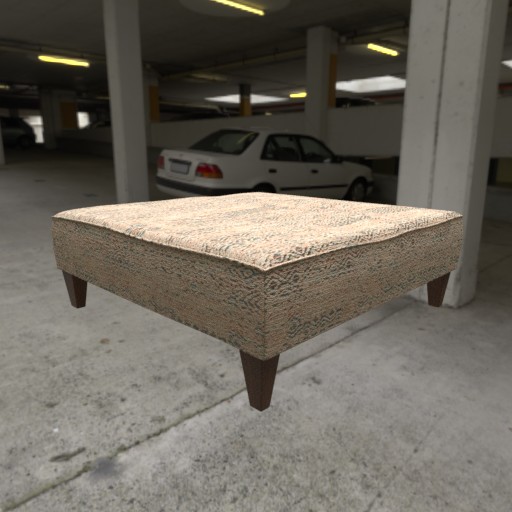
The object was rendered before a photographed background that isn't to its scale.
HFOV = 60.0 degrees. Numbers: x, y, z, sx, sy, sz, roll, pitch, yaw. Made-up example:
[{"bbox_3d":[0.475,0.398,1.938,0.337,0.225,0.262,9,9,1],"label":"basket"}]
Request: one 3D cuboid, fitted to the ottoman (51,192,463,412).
[{"bbox_3d":[0.000,0.000,1.509,1.004,0.356,0.968,13,19,43],"label":"ottoman"}]
